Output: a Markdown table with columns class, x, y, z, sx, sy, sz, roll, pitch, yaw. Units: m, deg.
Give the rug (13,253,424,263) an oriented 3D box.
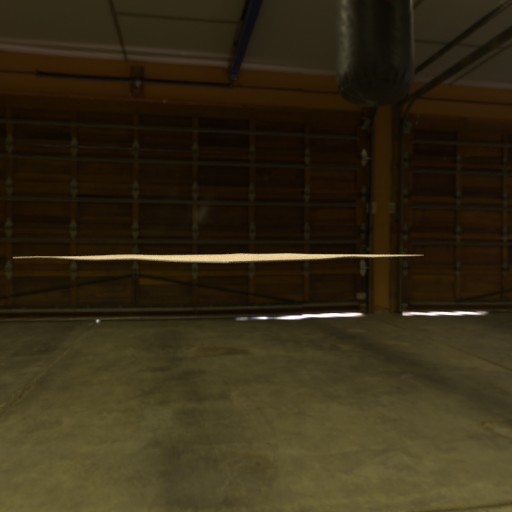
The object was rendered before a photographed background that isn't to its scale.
| class | x | y | z | sx | sy | sz | roll | pitch | yaw |
| --- | --- | --- | --- | --- | --- | --- | --- | --- | --- |
| rug | 0.000 | 0.000 | 2.969 | 1.524 | 0.015 | 2.439 | 1 | 1 | 36 |
